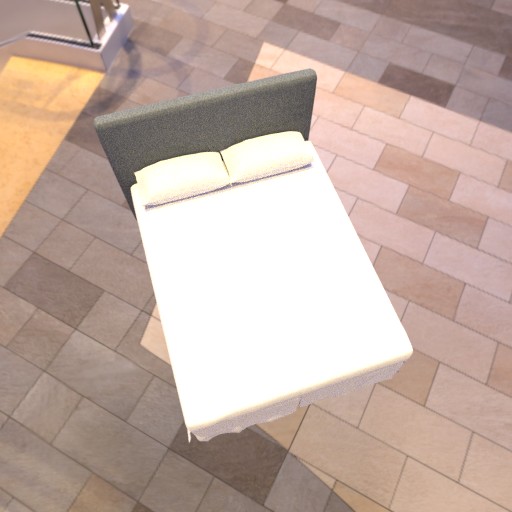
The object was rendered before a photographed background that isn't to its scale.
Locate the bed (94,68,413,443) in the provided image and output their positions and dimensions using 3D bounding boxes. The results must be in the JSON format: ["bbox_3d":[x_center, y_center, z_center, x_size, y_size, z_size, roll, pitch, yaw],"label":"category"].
[{"bbox_3d":[0.000,0.000,3.292,1.723,1.330,2.142,-16,64,-8],"label":"bed"}]
